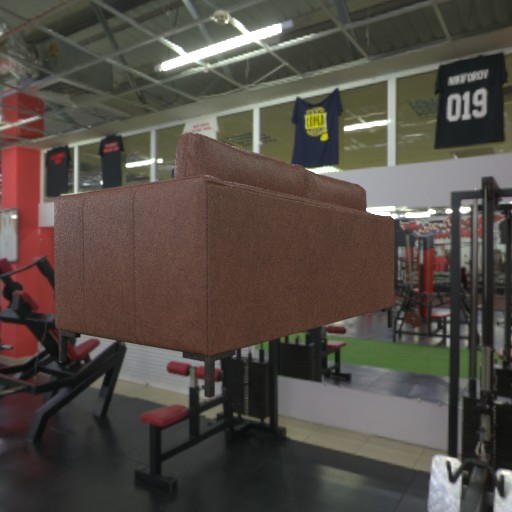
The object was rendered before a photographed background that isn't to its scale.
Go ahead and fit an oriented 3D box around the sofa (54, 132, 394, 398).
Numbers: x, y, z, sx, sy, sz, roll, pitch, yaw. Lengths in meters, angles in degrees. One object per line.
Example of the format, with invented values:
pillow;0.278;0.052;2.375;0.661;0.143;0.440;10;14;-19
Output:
sofa;0.000;0.000;2.312;0.899;0.883;1.797;0;0;35
